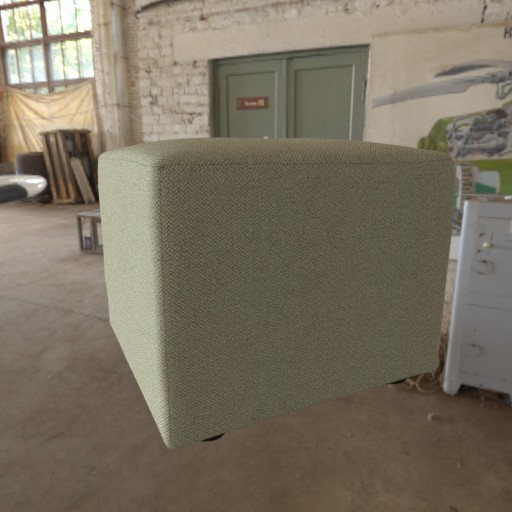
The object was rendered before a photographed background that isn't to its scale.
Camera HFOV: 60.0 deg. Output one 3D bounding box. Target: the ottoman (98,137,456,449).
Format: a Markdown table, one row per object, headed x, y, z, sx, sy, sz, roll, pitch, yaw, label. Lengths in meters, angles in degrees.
| x | y | z | sx | sy | sz | roll | pitch | yaw | label |
| --- | --- | --- | --- | --- | --- | --- | --- | --- | --- |
| 0.000 | 0.000 | 0.881 | 0.521 | 0.453 | 0.512 | -7 | 16 | -26 | ottoman |
